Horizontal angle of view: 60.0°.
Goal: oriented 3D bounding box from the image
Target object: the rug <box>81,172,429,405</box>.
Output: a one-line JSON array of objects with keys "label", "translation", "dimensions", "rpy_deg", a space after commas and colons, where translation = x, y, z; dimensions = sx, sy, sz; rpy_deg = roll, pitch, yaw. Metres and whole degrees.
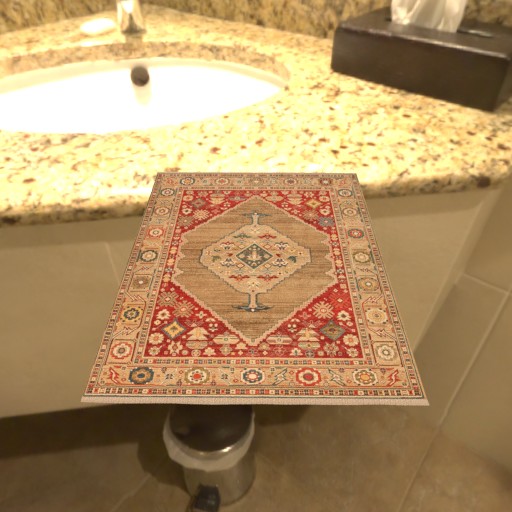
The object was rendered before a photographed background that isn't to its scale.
[{"label": "rug", "translation": [0.000, 0.000, 4.280], "dimensions": [2.451, 0.008, 3.143], "rpy_deg": [0, 41, 0]}]
